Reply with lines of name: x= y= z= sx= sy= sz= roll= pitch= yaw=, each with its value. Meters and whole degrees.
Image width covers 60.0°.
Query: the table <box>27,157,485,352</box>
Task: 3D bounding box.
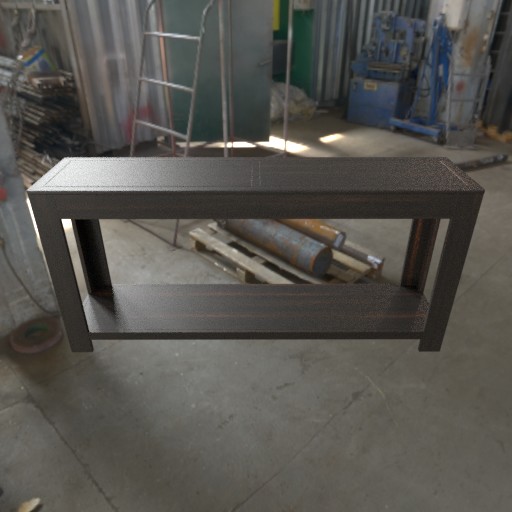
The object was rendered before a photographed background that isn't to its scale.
table: x=0.000 y=0.000 z=1.927 sx=1.631 sy=0.762 sz=0.384 roll=0 pitch=31 yaw=0
